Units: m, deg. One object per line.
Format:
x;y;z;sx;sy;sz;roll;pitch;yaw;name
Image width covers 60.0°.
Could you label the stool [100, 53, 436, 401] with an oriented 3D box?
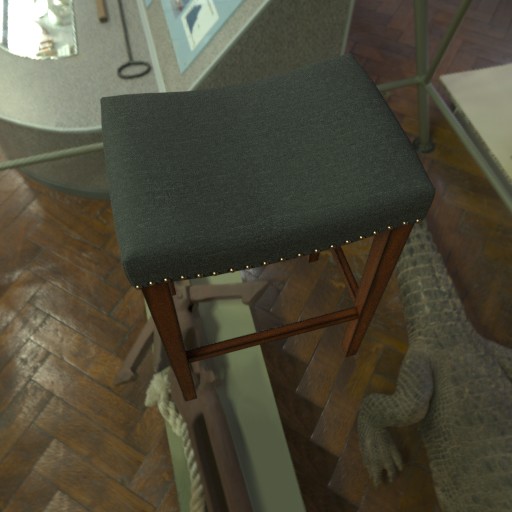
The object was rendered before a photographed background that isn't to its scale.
0.000;0.000;1.020;0.502;0.760;0.366;-13;60;-8;stool
